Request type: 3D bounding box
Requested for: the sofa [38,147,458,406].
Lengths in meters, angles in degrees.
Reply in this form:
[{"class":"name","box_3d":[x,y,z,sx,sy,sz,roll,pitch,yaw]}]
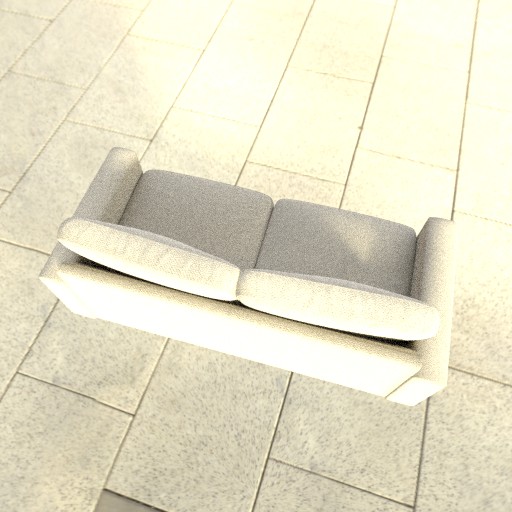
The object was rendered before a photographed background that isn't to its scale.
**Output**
[{"class":"sofa","box_3d":[0.000,0.000,2.593,2.179,0.873,1.016,14,62,7]}]
